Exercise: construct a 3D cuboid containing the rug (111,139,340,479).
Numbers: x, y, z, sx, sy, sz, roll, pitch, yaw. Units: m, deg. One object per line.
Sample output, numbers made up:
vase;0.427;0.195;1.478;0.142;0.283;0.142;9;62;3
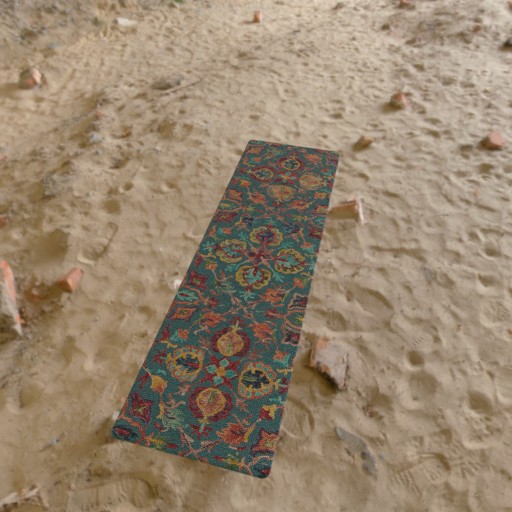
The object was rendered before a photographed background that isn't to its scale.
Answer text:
rug;0.000;0.000;2.542;0.686;0.013;2.286;11;48;10
